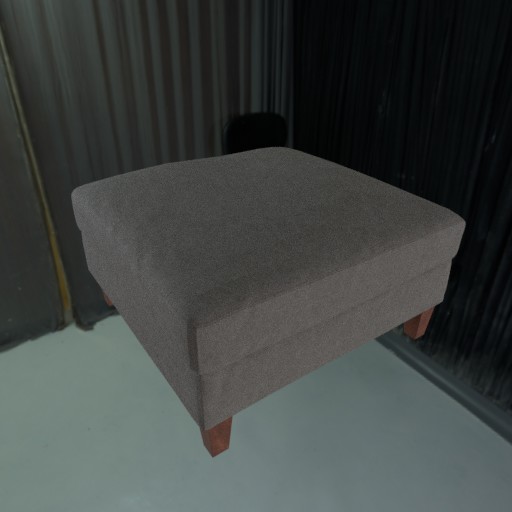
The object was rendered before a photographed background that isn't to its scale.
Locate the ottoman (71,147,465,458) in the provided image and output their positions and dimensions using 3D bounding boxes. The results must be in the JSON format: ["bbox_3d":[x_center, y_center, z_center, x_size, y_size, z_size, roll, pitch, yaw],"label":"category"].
[{"bbox_3d":[0.000,0.000,1.413,0.881,0.482,0.861,-19,35,-30],"label":"ottoman"}]
